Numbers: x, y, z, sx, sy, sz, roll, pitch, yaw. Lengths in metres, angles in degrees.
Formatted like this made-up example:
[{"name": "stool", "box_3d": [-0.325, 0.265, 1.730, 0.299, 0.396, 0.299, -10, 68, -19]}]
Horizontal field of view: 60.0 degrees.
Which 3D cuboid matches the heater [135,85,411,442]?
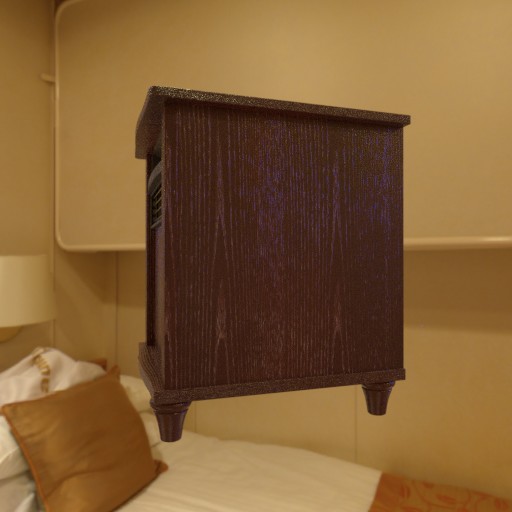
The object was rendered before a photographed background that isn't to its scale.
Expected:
[{"name": "heater", "box_3d": [0.000, 0.000, 0.763, 0.400, 0.481, 0.362, 0, 0, -18]}]
